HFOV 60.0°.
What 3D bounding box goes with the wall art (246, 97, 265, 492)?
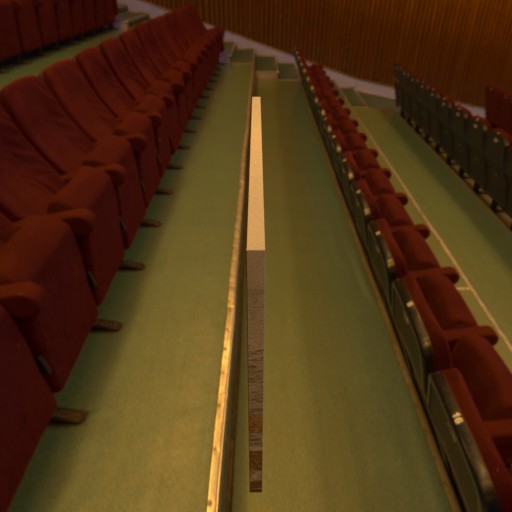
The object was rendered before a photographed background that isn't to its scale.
[{"bbox_3d":[0.000,0.000,1.181,0.027,0.610,0.932,0,32,0],"label":"wall art"}]
